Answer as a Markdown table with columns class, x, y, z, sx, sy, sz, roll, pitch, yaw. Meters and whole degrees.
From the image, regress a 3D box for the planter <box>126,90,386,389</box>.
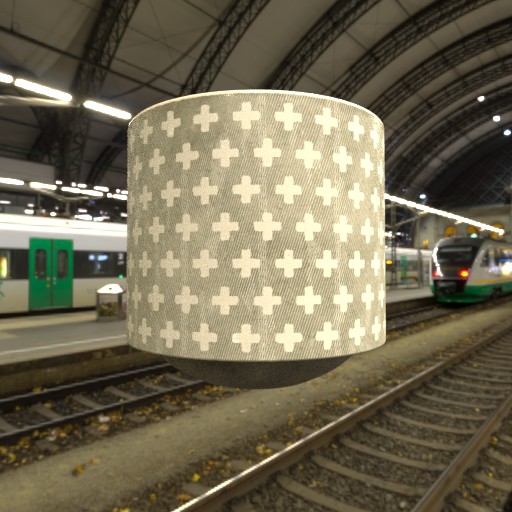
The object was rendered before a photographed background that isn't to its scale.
| class | x | y | z | sx | sy | sz | roll | pitch | yaw |
| --- | --- | --- | --- | --- | --- | --- | --- | --- | --- |
| planter | 0.000 | 0.000 | 0.447 | 0.250 | 0.239 | 0.250 | 0 | -1 | 0 |
